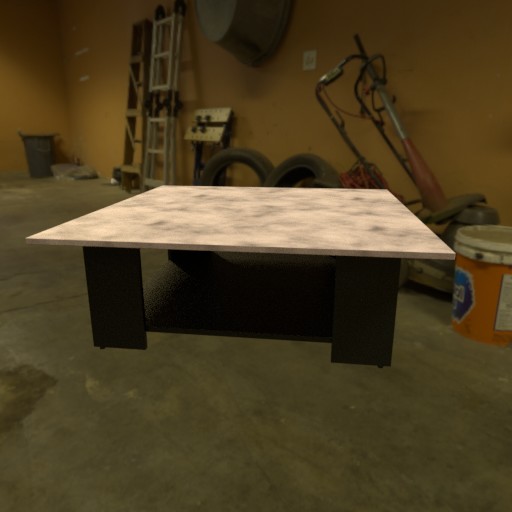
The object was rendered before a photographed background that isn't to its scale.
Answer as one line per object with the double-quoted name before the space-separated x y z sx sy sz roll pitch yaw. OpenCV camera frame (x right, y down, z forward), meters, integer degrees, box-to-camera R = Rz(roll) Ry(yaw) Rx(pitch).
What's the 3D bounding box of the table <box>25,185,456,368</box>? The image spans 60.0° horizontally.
"table" 0.000 0.000 1.370 0.890 0.305 0.890 2 16 7
